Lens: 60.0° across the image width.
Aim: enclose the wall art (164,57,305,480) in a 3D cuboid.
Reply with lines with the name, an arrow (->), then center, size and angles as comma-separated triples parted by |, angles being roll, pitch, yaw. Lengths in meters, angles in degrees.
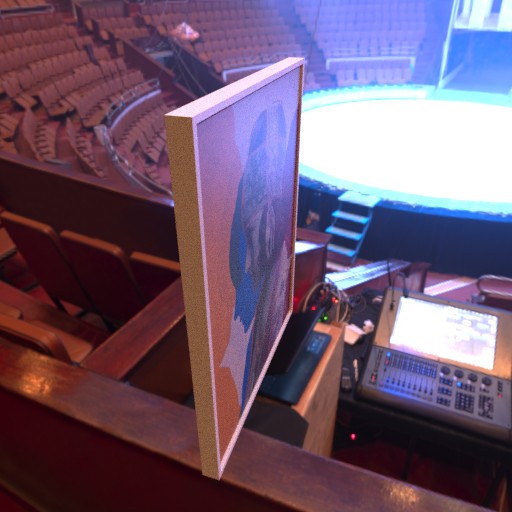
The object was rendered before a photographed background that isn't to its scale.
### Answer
wall art -> 0.000, 0.000, 0.727 | 0.030, 0.549, 0.443 | 10, 32, 16
